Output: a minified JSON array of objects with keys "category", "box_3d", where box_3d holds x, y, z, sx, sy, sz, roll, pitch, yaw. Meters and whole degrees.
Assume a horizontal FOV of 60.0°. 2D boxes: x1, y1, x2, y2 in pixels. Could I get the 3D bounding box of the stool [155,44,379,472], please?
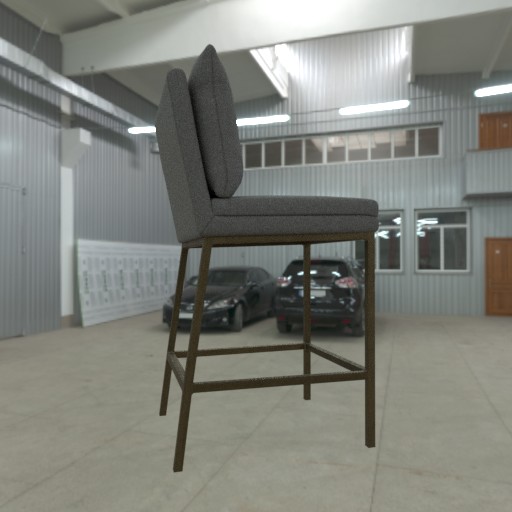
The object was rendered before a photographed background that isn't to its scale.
[{"category":"stool","box_3d":[0.000,0.000,1.331,0.569,1.030,0.463,0,-1,-17]}]
